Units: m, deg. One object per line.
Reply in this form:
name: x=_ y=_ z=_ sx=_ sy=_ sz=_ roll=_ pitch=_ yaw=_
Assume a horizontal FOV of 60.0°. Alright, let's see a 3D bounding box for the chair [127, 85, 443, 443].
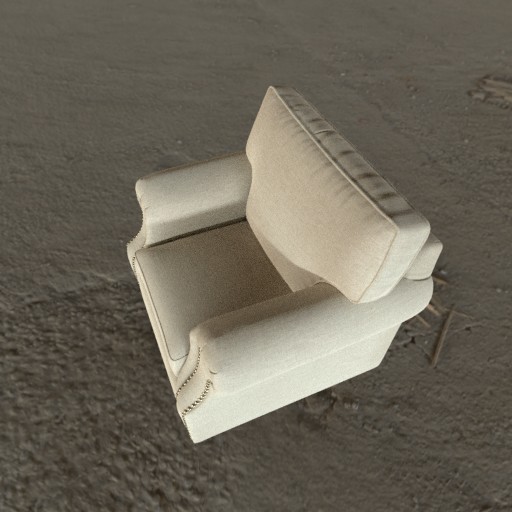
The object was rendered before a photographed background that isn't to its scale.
chair: x=0.000 y=0.000 z=1.825 sx=0.965 sy=0.961 sz=1.092 roll=-18 pitch=49 yaw=-16
